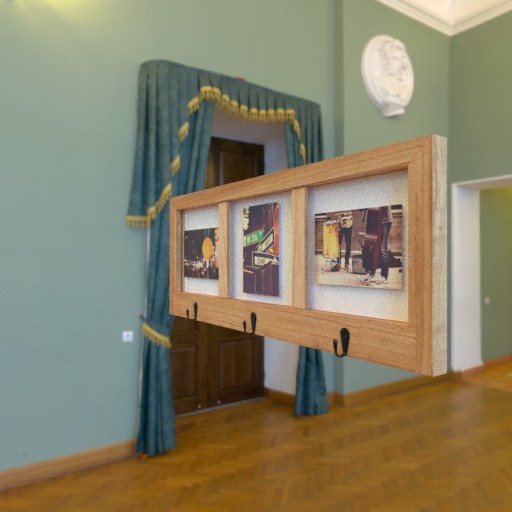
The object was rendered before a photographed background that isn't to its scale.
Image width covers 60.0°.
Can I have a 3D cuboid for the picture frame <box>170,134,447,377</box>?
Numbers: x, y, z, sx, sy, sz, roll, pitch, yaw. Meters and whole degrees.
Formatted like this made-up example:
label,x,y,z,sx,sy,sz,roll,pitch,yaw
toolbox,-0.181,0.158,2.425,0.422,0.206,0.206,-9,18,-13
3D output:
label,x,y,z,sx,sy,sz,roll,pitch,yaw
picture frame,0.000,0.000,0.662,0.045,0.234,0.582,0,0,-36
